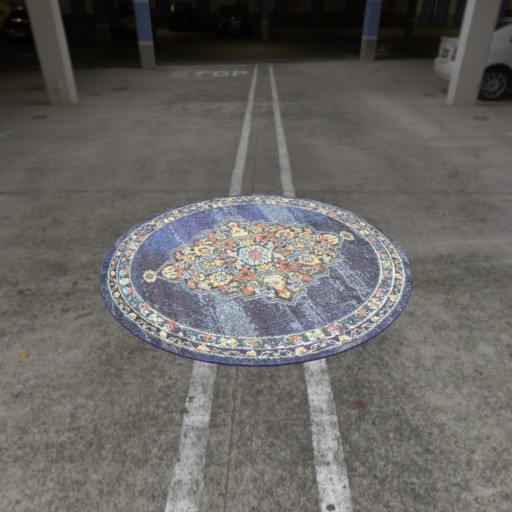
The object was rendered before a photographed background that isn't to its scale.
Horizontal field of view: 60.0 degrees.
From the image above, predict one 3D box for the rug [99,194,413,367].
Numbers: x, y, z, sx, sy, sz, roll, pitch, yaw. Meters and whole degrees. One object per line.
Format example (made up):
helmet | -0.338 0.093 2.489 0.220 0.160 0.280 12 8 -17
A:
rug | 0.000 0.000 2.350 1.591 0.010 1.591 0 32 0
